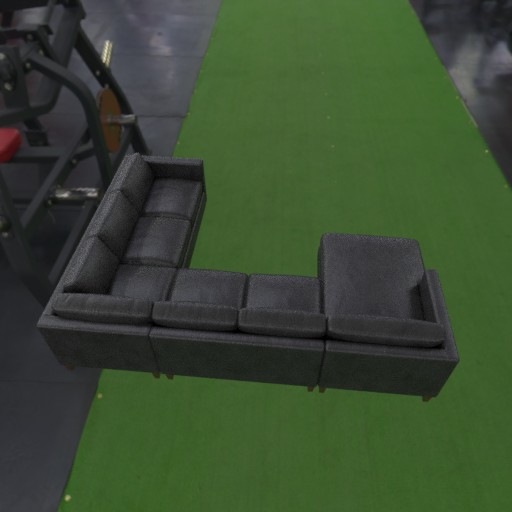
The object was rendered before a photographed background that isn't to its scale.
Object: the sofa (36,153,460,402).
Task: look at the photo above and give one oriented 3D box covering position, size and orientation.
[{"bbox_3d":[0.000,0.000,4.486,3.324,0.891,2.452,4,46,4],"label":"sofa"}]
